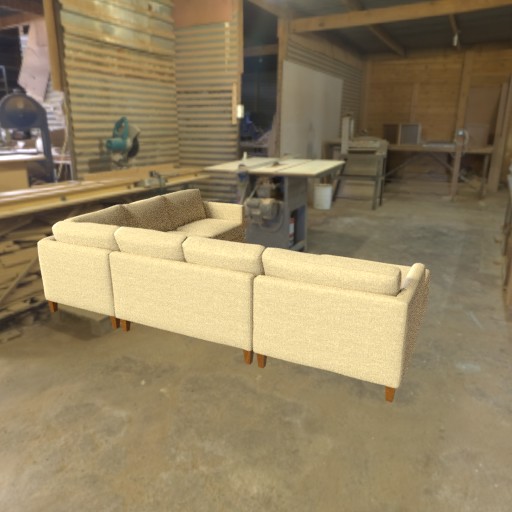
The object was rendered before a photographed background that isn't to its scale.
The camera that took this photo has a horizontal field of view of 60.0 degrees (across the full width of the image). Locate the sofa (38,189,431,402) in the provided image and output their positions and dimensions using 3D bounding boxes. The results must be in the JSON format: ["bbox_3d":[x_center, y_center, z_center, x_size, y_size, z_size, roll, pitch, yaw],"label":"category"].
[{"bbox_3d":[0.000,0.000,4.669,3.460,0.961,2.594,8,19,25],"label":"sofa"}]
